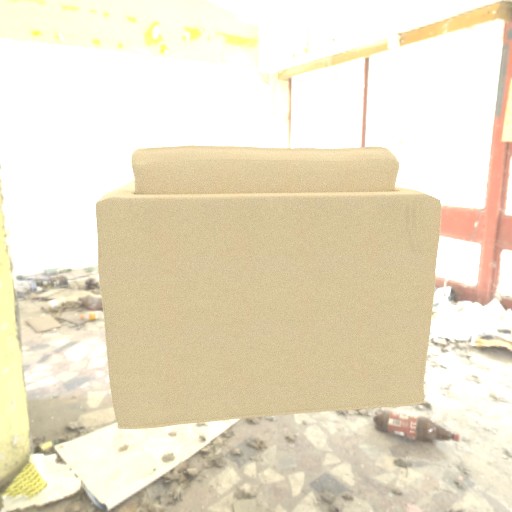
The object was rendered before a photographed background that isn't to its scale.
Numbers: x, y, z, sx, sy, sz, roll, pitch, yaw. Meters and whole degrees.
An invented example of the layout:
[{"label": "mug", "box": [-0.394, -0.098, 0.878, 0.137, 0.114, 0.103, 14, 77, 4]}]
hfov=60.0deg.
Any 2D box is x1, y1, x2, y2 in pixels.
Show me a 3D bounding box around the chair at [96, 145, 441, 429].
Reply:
[{"label": "chair", "box": [0.000, 0.000, 1.775, 1.057, 0.851, 0.947, -2, 13, -8]}]
